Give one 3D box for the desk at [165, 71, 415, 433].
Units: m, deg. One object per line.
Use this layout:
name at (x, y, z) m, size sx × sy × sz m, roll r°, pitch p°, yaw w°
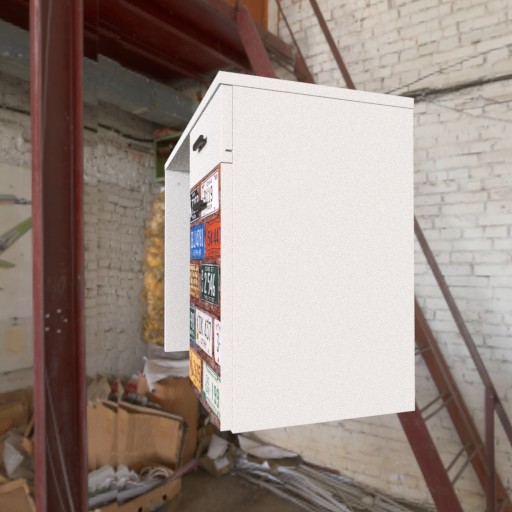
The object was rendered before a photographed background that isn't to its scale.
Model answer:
desk at (0.000, 0.000, 1.384) m, size 0.482 × 0.730 × 0.898 m, roll 0°, pitch -1°, yaw -18°
